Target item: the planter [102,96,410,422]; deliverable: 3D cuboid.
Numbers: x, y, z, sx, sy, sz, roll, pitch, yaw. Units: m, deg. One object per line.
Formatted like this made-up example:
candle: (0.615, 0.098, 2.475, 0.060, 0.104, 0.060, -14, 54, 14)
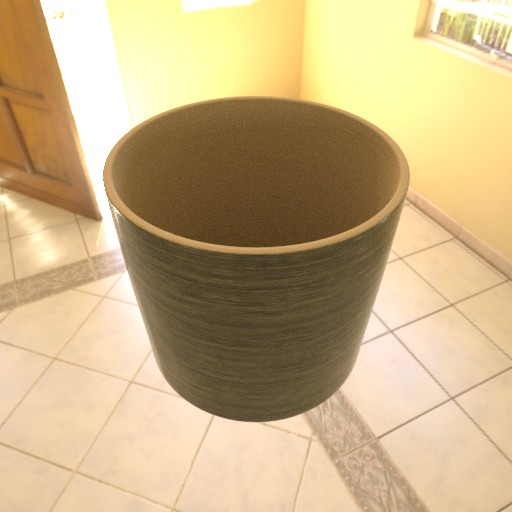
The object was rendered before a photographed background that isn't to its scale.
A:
planter: (0.000, 0.000, 0.396, 0.221, 0.201, 0.221, 0, 42, 0)
